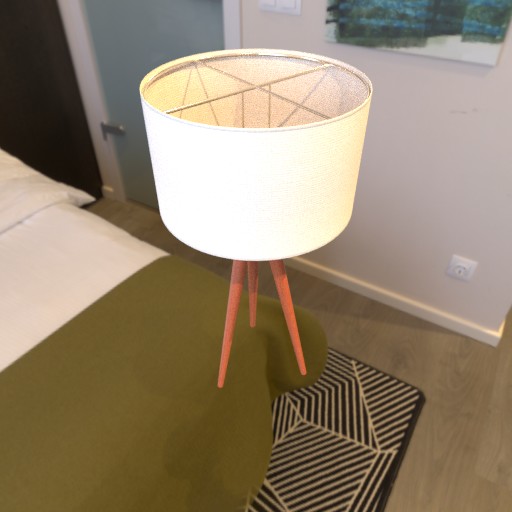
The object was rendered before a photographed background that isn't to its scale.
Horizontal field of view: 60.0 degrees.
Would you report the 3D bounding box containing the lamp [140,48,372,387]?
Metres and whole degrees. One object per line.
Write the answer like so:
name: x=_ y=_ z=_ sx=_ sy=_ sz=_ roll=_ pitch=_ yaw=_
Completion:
lamp: x=0.000 y=0.000 z=0.915 sx=0.355 sy=0.709 sz=0.354 roll=1 pitch=40 yaw=1
